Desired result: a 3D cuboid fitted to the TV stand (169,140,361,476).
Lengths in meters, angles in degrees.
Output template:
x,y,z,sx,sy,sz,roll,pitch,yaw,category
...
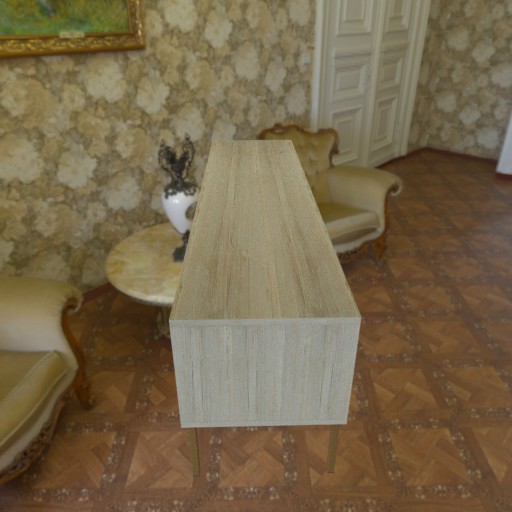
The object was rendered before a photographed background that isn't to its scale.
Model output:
x,y,z,sx,sy,sz,roll,pitch,yaw,category
0.000,0.000,1.801,0.420,0.550,1.600,-1,28,-1,TV stand
